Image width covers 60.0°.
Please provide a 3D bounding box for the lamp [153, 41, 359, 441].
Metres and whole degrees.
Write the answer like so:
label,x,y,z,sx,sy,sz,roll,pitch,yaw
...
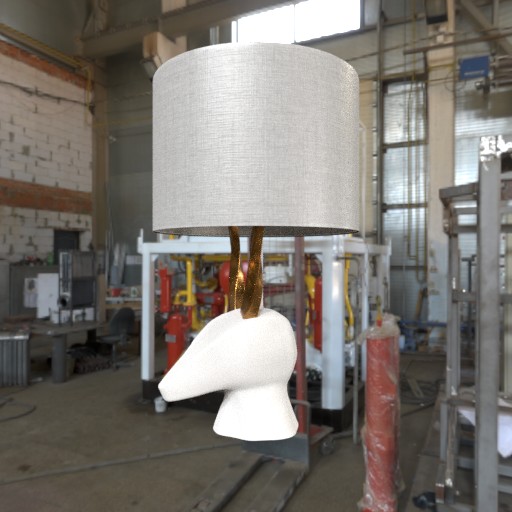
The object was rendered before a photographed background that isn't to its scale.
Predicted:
label,x,y,z,sx,sy,sz,roll,pitch,yaw
lamp,0.000,0.000,0.657,0.298,0.503,0.298,0,0,-19
